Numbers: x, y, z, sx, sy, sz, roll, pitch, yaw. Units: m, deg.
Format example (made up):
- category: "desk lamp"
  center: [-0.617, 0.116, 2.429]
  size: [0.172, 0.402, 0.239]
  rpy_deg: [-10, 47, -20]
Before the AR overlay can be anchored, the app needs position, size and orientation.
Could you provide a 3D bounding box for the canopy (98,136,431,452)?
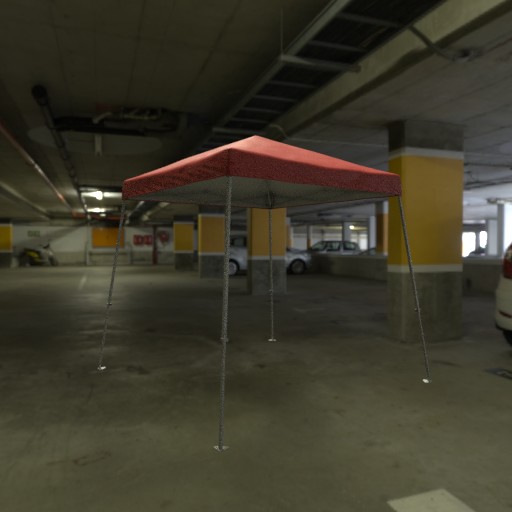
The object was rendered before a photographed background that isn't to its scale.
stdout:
- category: "canopy"
  center: [0.000, 0.000, 5.282]
  size: [2.848, 2.849, 2.849]
  rpy_deg: [-1, 2, -37]
